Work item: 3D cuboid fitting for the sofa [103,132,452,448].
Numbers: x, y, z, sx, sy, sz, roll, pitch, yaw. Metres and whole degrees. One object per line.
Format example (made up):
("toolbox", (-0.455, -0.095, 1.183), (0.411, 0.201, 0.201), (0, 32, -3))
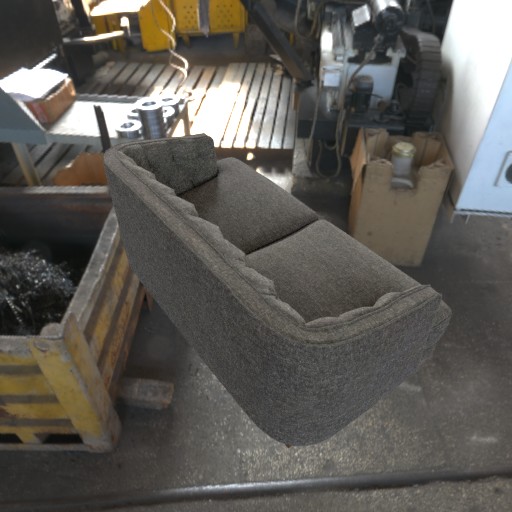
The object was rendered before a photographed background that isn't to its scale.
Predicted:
("sofa", (0.000, 0.000, 2.271), (0.941, 0.855, 1.733), (-27, 48, -27))
